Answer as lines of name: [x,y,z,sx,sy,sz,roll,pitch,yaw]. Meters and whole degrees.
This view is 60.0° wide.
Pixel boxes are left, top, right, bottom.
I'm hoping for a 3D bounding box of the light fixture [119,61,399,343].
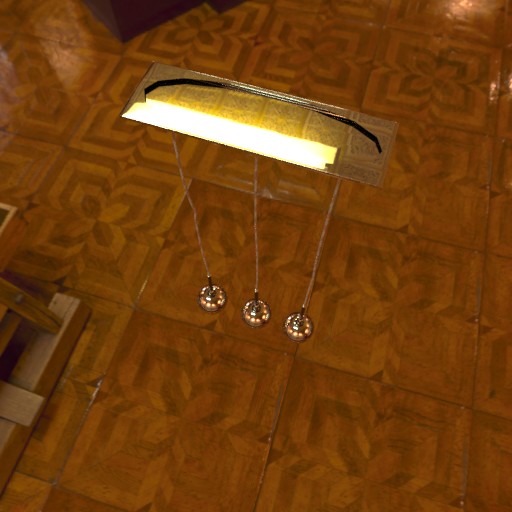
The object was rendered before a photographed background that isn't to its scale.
light fixture: [0.000,0.000,1.640,0.623,1.408,0.188,17,65,8]
